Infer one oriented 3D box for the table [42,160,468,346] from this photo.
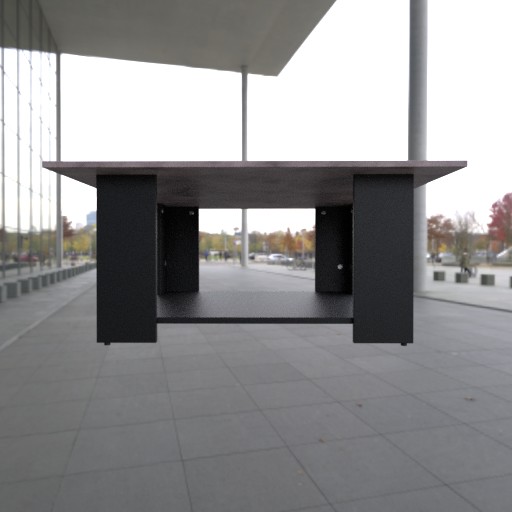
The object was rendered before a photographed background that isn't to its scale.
[{"bbox_3d":[0.000,0.000,1.033,0.670,0.305,0.670,0,0,1],"label":"table"}]
